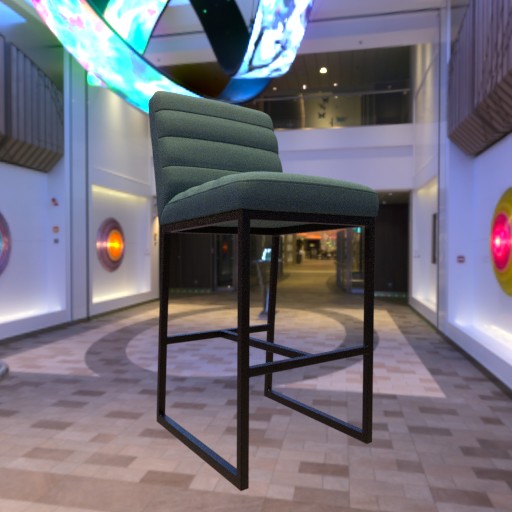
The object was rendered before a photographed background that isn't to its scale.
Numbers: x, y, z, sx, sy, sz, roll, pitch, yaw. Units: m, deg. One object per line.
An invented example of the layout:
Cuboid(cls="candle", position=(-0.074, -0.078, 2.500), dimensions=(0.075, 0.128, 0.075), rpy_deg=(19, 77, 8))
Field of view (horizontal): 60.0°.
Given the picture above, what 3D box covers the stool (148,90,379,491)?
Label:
Cuboid(cls="stool", position=(0.000, 0.000, 1.314), dimensions=(0.460, 1.040, 0.560), rpy_deg=(-1, 1, -35))
